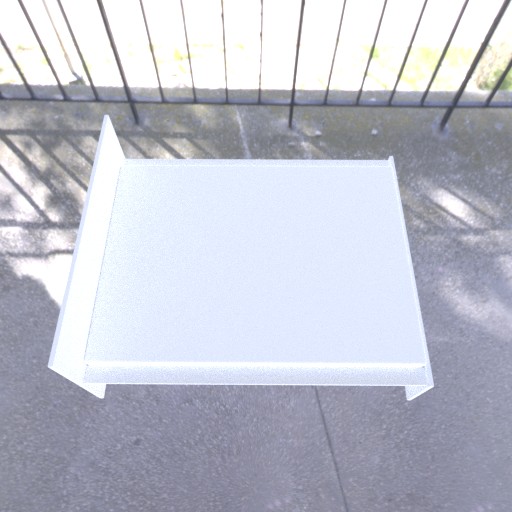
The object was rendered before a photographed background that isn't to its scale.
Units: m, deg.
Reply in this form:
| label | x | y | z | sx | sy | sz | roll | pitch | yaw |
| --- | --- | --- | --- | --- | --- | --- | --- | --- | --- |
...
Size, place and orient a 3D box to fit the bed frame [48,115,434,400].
| label | x | y | z | sx | sy | sz | roll | pitch | yaw |
| --- | --- | --- | --- | --- | --- | --- | --- | --- | --- |
| bed frame | 0.000 | 0.000 | 2.824 | 1.960 | 0.800 | 1.622 | 0 | 62 | 0 |
